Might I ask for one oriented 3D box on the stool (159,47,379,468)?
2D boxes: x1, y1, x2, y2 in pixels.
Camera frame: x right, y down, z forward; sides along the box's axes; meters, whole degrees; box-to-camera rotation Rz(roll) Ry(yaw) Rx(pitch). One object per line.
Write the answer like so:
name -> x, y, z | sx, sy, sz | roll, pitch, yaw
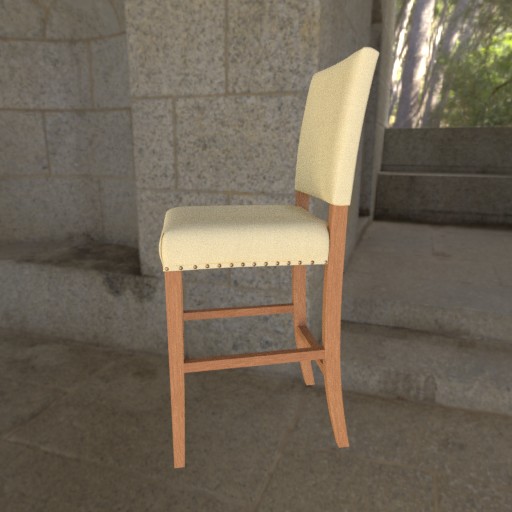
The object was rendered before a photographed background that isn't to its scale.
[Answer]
stool -> 0.000, 0.000, 1.420 | 0.584, 1.168, 0.445 | -2, 14, -9
